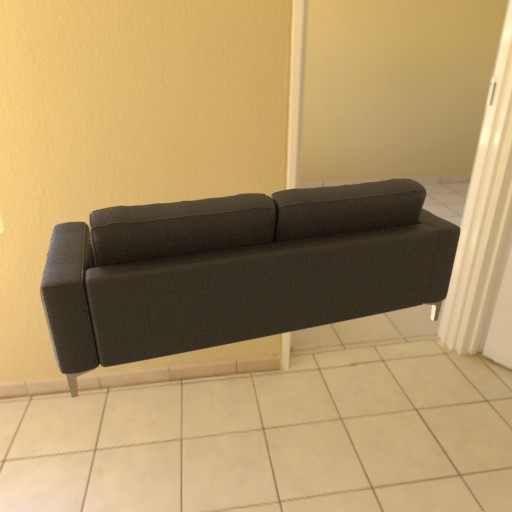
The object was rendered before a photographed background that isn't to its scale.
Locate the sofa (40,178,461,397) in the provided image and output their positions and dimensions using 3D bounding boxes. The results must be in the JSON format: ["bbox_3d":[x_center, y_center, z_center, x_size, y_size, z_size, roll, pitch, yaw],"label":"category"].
[{"bbox_3d":[0.000,0.000,2.662,2.275,0.893,0.833,-8,27,-17],"label":"sofa"}]
